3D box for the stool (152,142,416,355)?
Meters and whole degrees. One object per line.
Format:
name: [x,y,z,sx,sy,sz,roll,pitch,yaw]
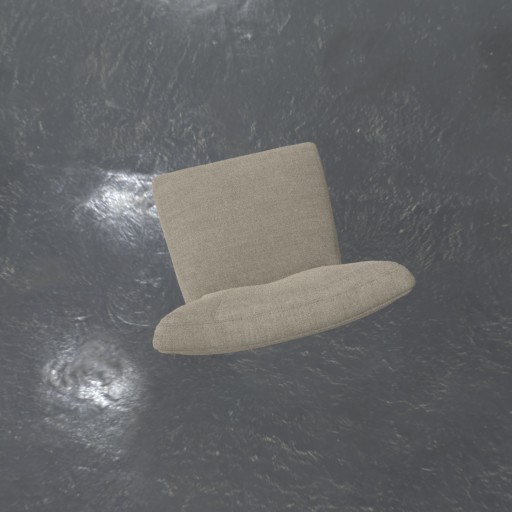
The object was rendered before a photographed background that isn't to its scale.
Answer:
stool: [0.000,0.000,1.350,0.514,1.000,0.574,-13,76,-3]
